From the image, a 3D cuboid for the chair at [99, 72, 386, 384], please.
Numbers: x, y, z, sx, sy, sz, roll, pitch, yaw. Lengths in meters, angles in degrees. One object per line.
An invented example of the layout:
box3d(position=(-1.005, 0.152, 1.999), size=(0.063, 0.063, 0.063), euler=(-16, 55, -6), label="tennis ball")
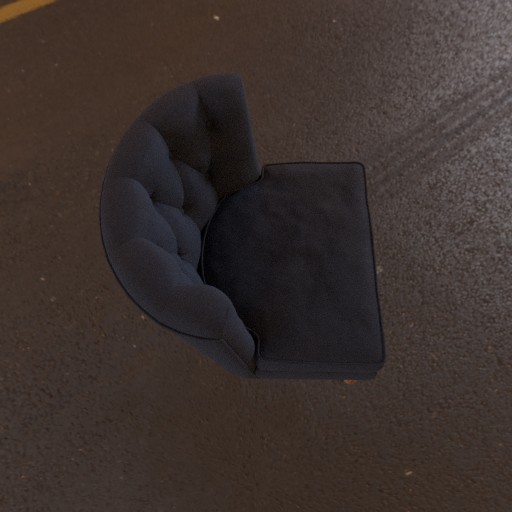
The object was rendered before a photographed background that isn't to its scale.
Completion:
box3d(position=(0.000, 0.000, 1.340), size=(0.718, 0.771, 0.740), euler=(1, 63, 1), label="chair")
